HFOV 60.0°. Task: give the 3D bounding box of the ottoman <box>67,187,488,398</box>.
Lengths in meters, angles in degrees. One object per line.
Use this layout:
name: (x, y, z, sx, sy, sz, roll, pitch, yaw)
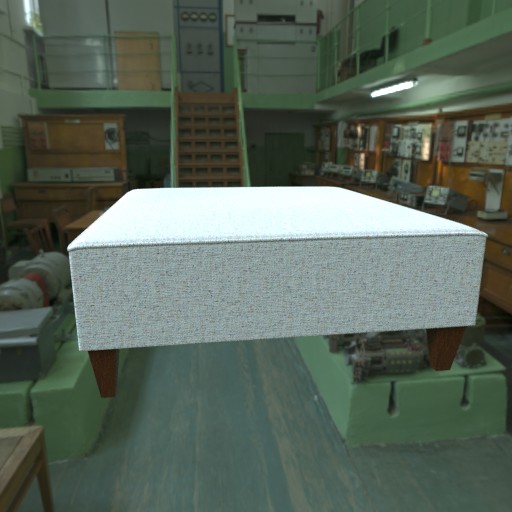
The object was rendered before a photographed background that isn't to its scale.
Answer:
ottoman: (0.000, 0.000, 1.186, 0.736, 0.303, 0.835, -2, 15, -8)
